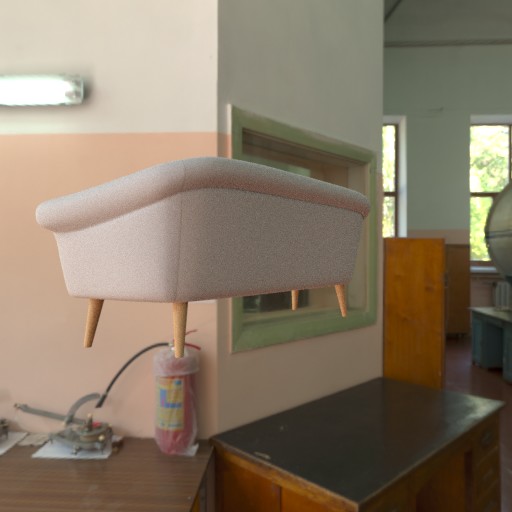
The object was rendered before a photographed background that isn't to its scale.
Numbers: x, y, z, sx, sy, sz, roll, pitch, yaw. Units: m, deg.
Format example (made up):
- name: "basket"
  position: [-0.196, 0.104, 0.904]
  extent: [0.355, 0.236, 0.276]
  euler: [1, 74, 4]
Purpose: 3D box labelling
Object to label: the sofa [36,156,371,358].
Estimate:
- name: "sofa"
  position: [0.000, 0.000, 2.546]
  extent: [0.827, 0.795, 2.160]
  euler: [0, 0, 37]
